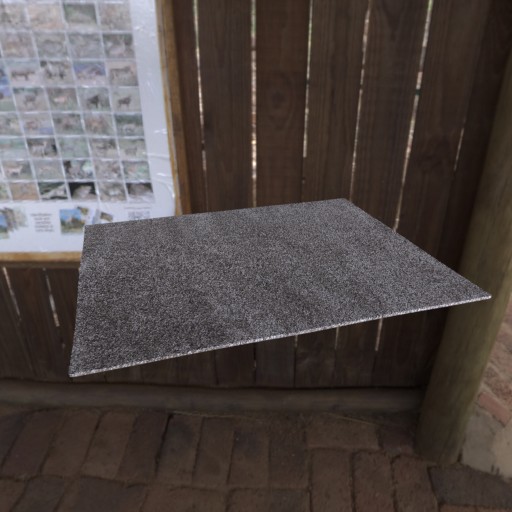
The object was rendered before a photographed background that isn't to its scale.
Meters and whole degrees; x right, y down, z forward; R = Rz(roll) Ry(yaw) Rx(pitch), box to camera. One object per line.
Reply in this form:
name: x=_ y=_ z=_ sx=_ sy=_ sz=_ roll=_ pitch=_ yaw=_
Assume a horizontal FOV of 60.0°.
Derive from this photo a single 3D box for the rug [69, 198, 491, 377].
rug: x=0.000 y=0.000 z=3.986 sx=3.000 sy=0.025 sz=2.401 roll=-8 pitch=27 yaw=-15
